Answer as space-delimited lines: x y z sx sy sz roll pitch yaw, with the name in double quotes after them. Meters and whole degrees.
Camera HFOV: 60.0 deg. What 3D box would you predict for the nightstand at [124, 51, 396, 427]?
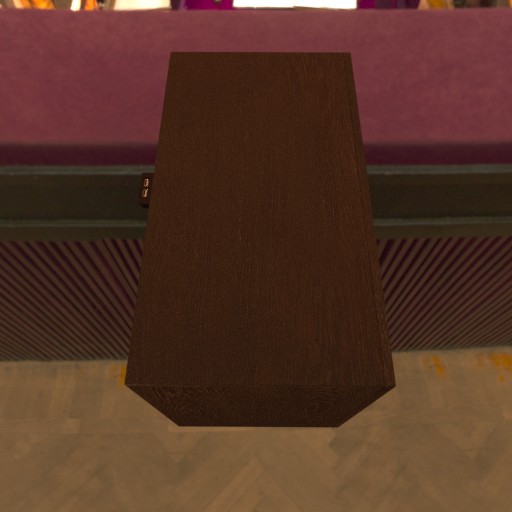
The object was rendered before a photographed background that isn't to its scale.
0.000 0.000 1.145 0.457 0.612 0.775 0 63 0 "nightstand"
